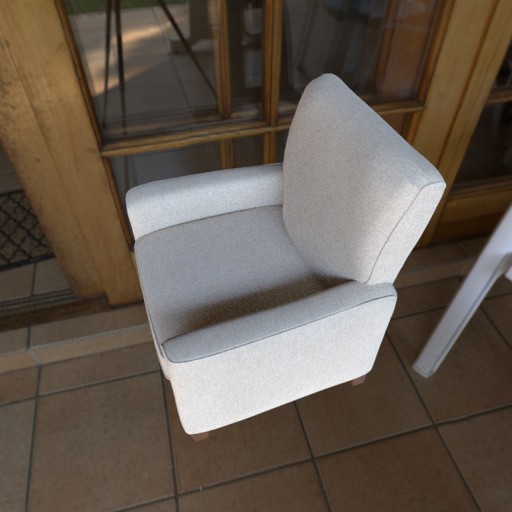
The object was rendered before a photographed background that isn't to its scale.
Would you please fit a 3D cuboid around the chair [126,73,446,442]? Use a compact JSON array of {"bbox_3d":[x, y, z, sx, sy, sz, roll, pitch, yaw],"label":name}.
[{"bbox_3d":[0.000,0.000,1.629,0.859,1.023,0.845,-15,49,-14],"label":"chair"}]
